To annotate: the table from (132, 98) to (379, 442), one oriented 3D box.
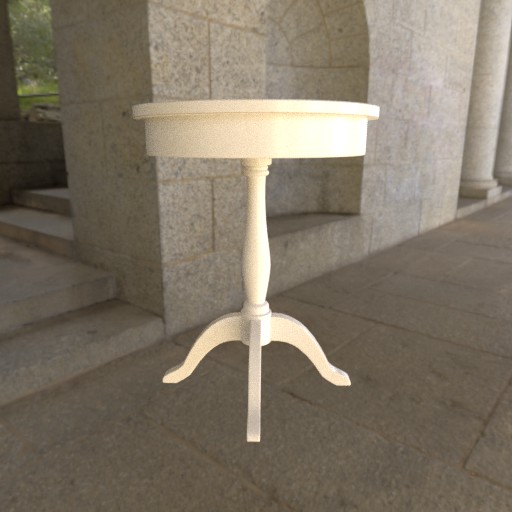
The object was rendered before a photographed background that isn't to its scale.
[{"bbox_3d":[0.000,0.000,1.034,0.513,0.653,0.513,0,15,0],"label":"table"}]
